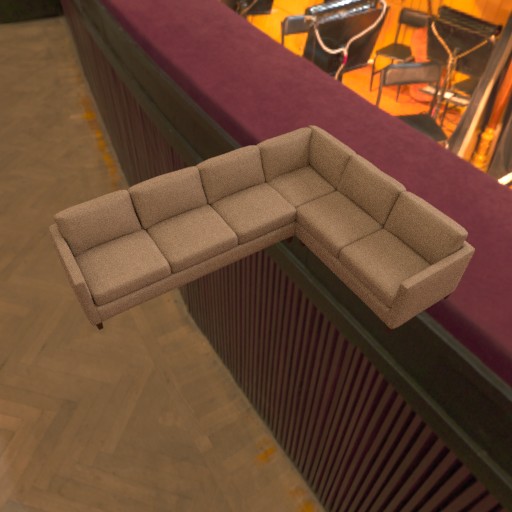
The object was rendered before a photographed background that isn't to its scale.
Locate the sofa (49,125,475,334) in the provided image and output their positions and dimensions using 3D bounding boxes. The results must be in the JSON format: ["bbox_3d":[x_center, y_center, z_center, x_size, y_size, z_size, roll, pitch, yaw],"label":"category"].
[{"bbox_3d":[0.000,0.000,4.410,3.333,0.934,2.522,-24,51,-22],"label":"sofa"}]
